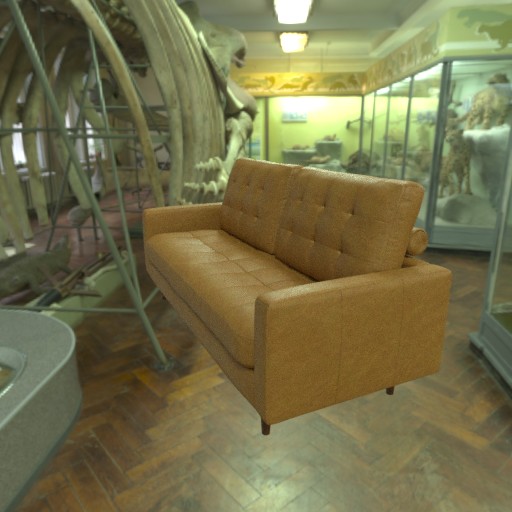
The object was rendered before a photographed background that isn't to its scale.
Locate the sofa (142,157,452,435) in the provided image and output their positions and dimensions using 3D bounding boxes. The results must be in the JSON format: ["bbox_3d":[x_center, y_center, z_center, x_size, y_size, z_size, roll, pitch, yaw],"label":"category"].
[{"bbox_3d":[0.000,0.000,2.293,0.850,0.898,1.821,-8,18,-25],"label":"sofa"}]
